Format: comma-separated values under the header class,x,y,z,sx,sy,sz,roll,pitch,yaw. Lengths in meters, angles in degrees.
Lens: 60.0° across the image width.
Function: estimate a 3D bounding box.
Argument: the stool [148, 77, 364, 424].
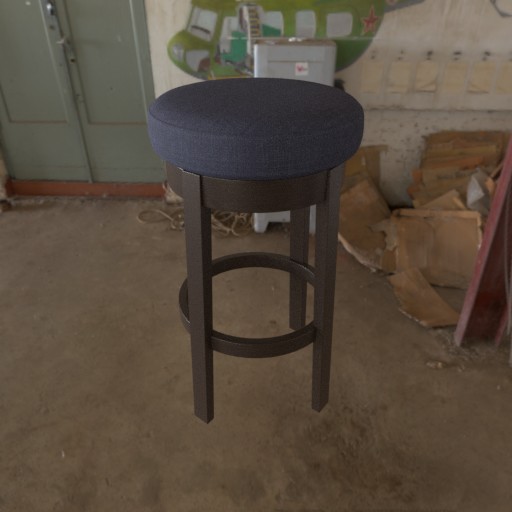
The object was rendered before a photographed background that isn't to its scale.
class,x,y,z,sx,sy,sz,roll,pitch,yaw
stool,0.000,0.000,1.063,0.446,0.758,0.446,0,32,0
